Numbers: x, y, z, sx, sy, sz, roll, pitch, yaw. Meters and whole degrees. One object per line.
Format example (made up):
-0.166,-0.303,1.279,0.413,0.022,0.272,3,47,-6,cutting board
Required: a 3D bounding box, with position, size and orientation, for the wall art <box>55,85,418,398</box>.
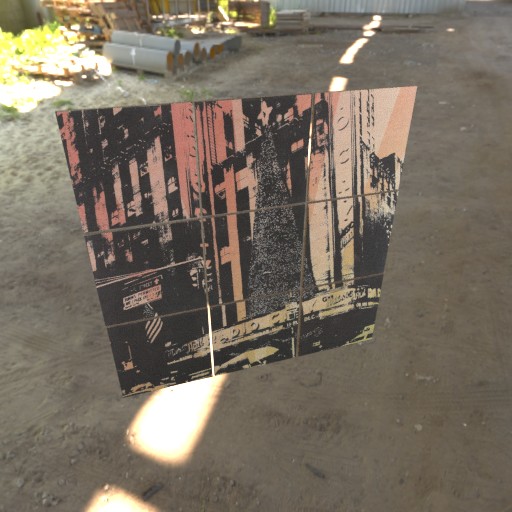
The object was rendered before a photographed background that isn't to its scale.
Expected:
0.000,0.000,1.328,0.919,0.917,0.010,-10,33,-15,wall art
